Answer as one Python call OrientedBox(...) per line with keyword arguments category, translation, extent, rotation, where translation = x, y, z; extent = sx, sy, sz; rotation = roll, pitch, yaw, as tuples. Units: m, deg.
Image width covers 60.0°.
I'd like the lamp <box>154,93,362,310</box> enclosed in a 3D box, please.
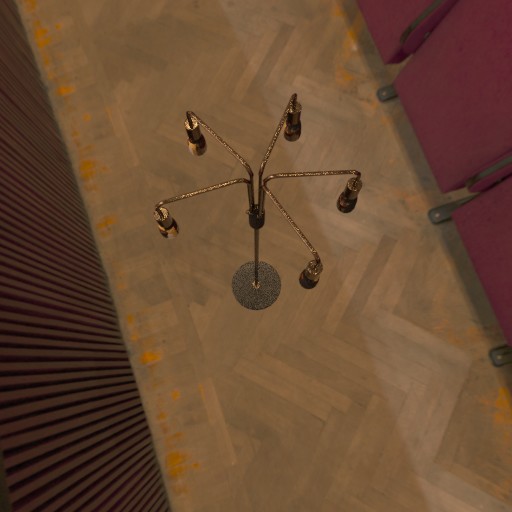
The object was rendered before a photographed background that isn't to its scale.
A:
OrientedBox(category="lamp", translation=(0.000, 0.000, 1.973), extent=(0.599, 1.721, 0.572), rotation=(-17, 77, -4))
